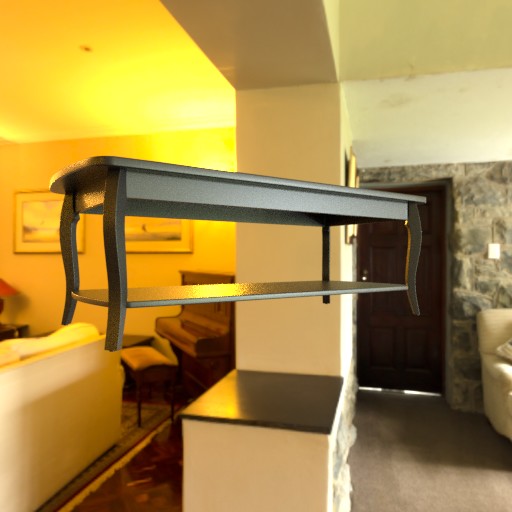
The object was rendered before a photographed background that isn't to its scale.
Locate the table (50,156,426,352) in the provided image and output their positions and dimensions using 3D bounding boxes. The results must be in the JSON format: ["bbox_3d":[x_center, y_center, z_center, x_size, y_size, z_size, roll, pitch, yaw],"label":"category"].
[{"bbox_3d":[0.000,0.000,1.593,1.333,0.457,0.571,0,0,-35],"label":"table"}]
